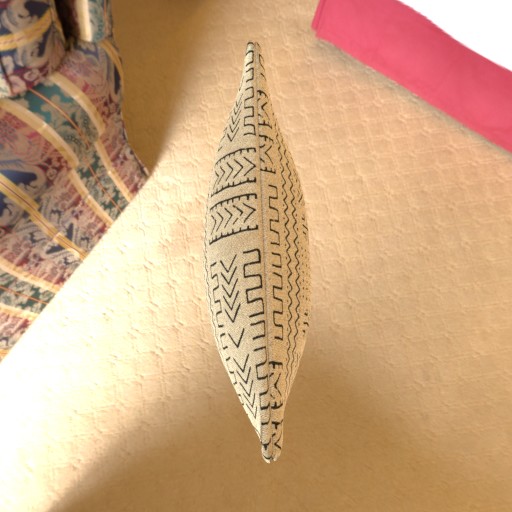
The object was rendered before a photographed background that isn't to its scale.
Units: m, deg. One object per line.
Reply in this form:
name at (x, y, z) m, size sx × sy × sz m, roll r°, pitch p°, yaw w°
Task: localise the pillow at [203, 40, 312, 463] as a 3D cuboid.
pillow at (0.000, 0.000, 0.794) m, size 0.188 × 0.352 × 0.637 m, roll -2°, pitch 75°, yaw -1°
